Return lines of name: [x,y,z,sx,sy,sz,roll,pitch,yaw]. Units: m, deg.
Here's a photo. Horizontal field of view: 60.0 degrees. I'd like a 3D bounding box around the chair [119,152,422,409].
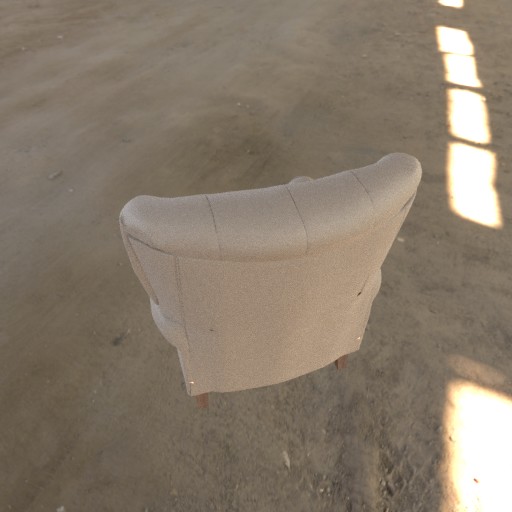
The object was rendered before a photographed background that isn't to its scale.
chair: [0.000,0.000,1.902,0.999,1.138,1.041,-12,42,-13]
